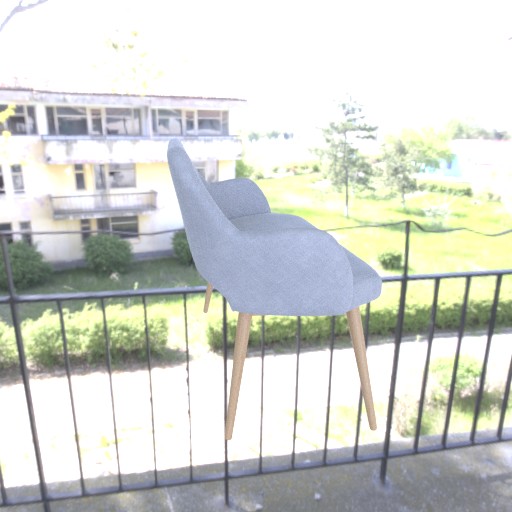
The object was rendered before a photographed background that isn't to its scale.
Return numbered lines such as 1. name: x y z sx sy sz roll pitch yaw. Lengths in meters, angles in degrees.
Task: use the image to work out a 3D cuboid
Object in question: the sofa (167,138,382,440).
1. sofa: 0.000 0.000 1.669 0.610 0.840 1.150 -3 17 -10
